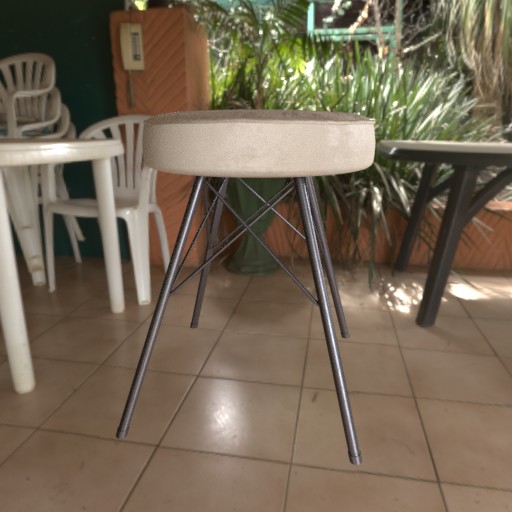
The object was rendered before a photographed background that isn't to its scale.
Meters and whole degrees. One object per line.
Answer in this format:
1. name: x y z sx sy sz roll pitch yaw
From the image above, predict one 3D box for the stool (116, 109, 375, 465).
1. stool: 0.000 0.000 0.869 0.423 0.538 0.457 2 16 9
